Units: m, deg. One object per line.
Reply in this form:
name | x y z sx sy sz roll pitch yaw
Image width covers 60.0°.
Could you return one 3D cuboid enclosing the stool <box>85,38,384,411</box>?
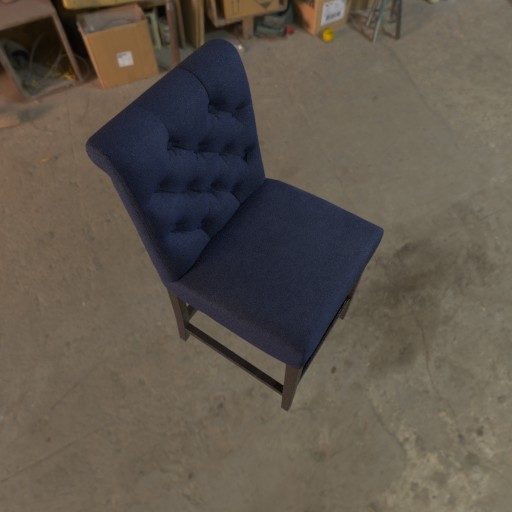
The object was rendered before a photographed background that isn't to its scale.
stool | 0.000 0.000 1.352 0.601 1.010 0.493 29 62 17
